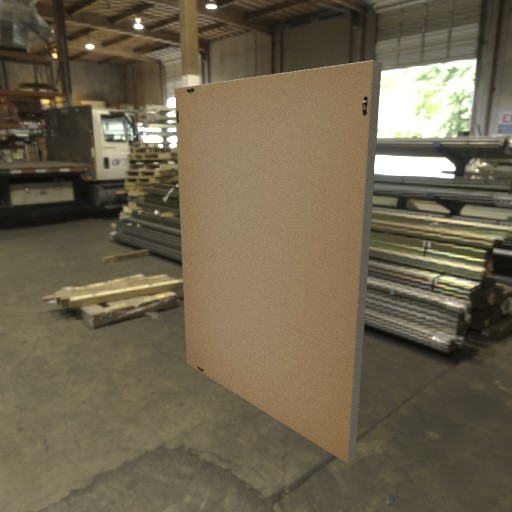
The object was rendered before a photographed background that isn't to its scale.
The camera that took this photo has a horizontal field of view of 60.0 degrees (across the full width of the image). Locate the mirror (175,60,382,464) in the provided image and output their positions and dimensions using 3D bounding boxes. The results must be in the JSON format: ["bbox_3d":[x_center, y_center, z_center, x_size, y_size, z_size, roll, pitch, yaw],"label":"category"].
[{"bbox_3d":[0.000,0.000,1.353,0.040,1.016,0.762,-14,20,-41],"label":"mirror"}]
